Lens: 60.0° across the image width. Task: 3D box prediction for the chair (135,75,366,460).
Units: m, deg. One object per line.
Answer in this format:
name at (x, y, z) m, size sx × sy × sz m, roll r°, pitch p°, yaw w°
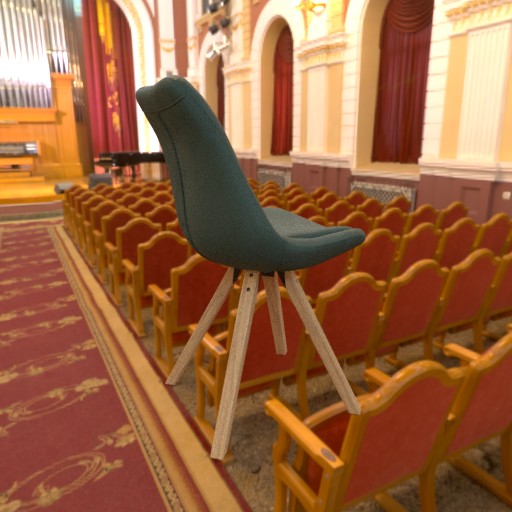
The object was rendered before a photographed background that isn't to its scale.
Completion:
chair at (0.000, 0.000, 1.211) m, size 0.547 × 0.865 × 0.483 m, roll -8°, pitch 16°, yaw -27°
